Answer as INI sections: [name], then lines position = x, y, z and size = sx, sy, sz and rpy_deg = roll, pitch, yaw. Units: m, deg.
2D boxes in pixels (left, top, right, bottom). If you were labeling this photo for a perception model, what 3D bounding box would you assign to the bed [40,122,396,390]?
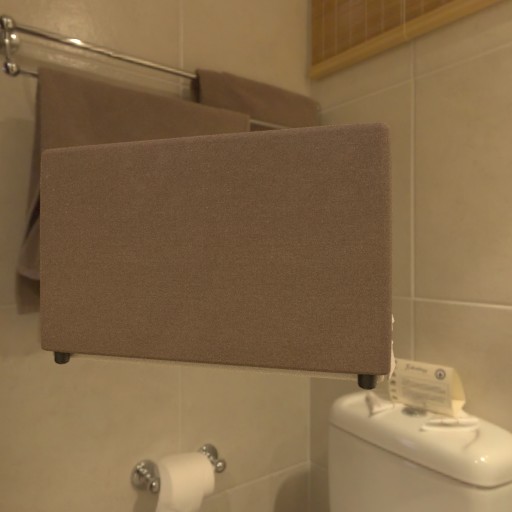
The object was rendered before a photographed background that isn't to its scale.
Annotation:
[bed]
position = 0.000, 0.000, 3.500
size = 2.119, 1.317, 2.341
rpy_deg = 0, 0, 16
